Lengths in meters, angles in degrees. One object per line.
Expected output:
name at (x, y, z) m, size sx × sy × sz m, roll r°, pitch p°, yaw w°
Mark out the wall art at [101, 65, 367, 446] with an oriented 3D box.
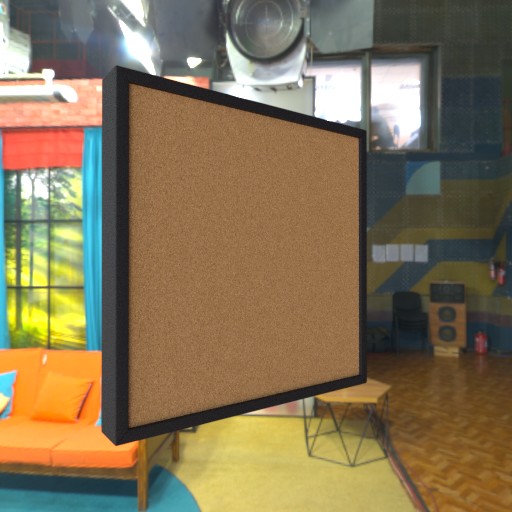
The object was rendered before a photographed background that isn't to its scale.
wall art at (0.000, 0.000, 0.458) m, size 0.305 × 0.305 × 0.037 m, roll 0°, pitch 0°, yaw -36°
